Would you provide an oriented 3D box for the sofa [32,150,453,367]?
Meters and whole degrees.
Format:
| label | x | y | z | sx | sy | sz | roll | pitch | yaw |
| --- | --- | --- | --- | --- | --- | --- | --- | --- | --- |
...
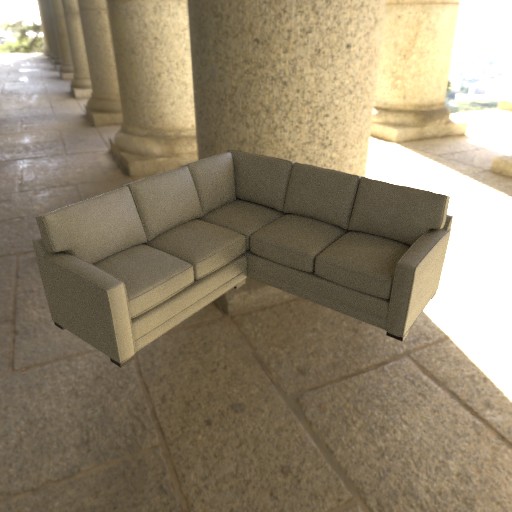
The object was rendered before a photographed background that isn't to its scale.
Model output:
| label | x | y | z | sx | sy | sz | roll | pitch | yaw |
| --- | --- | --- | --- | --- | --- | --- | --- | --- | --- |
| sofa | 0.000 | 0.000 | 3.308 | 2.211 | 0.936 | 2.188 | 19 | 33 | 31 |
